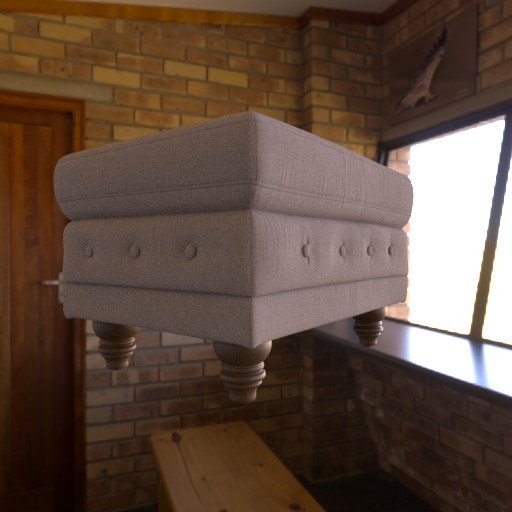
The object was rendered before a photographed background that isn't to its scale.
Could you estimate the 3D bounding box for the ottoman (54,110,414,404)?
[{"bbox_3d":[0.000,0.000,1.102,0.569,0.500,0.771,1,1,37],"label":"ottoman"}]
